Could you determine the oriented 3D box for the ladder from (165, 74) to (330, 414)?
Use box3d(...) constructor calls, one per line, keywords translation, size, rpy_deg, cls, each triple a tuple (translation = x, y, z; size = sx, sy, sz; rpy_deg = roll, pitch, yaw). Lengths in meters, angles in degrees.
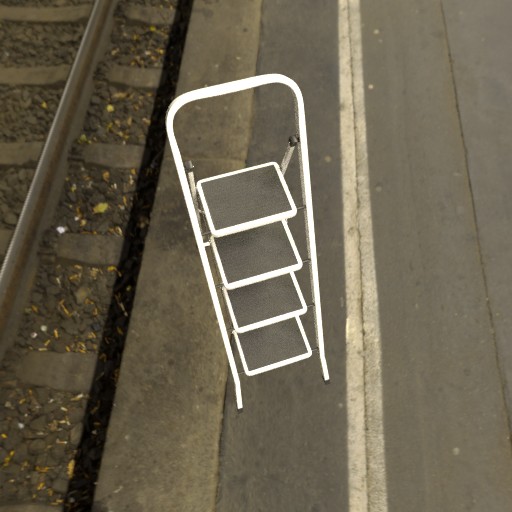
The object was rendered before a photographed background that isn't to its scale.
box3d(translation=(0.000, 0.000, 1.718), size=(0.460, 1.265, 0.914), rpy_deg=(-16, 65, -8), cls="ladder")
